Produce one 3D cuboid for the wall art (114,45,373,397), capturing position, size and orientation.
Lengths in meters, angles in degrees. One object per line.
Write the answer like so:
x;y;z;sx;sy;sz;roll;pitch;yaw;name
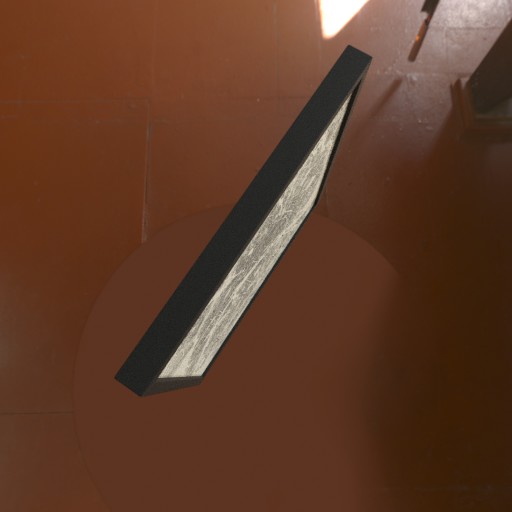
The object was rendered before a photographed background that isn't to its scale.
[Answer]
0.000;0.000;0.774;0.037;0.508;0.508;32;78;8;wall art
